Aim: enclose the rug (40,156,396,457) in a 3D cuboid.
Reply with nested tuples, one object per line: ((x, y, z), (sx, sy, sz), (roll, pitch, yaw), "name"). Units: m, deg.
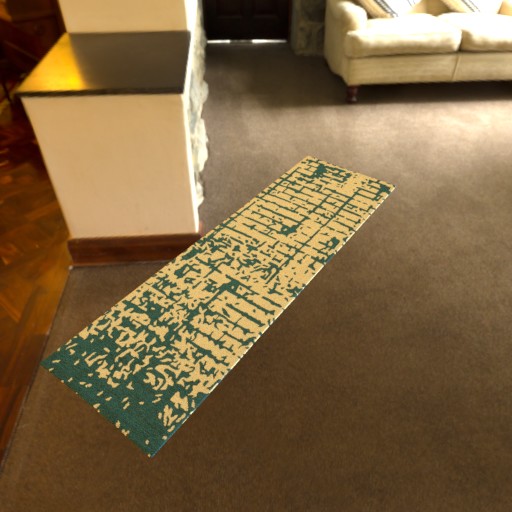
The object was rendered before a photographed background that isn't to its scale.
((0.000, 0.000, 2.656), (0.750, 0.011, 2.435), (26, 48, 26), "rug")
